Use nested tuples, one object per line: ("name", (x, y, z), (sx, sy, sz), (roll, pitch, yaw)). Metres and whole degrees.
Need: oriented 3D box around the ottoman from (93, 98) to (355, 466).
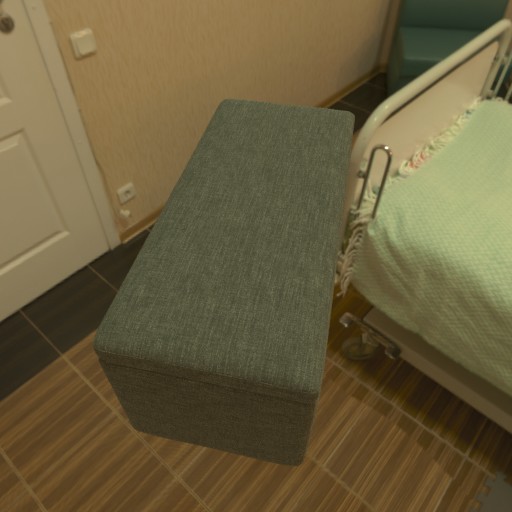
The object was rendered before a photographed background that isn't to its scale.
("ottoman", (0.000, 0.000, 1.160), (0.419, 0.432, 0.902), (9, 48, 8))
